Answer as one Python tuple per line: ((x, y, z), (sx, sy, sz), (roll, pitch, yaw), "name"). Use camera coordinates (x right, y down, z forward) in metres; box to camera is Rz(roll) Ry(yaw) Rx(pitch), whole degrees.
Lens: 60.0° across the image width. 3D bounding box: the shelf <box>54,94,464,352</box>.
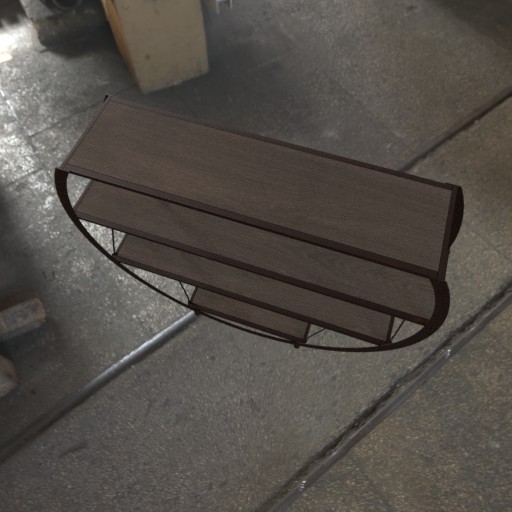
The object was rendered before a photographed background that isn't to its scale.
((0.000, 0.000, 1.845), (1.403, 1.063, 0.344), (17, 64, 9), "shelf")
